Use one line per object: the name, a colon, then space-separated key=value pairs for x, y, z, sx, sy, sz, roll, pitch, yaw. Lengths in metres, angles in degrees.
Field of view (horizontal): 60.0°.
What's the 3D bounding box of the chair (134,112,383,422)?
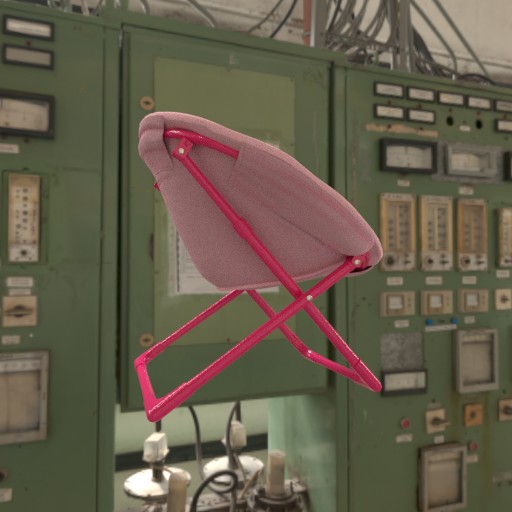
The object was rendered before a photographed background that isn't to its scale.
chair: x=0.000 y=0.000 z=0.890 sx=0.459 sy=0.494 sz=0.522 roll=0 pitch=-1 yaw=-18
